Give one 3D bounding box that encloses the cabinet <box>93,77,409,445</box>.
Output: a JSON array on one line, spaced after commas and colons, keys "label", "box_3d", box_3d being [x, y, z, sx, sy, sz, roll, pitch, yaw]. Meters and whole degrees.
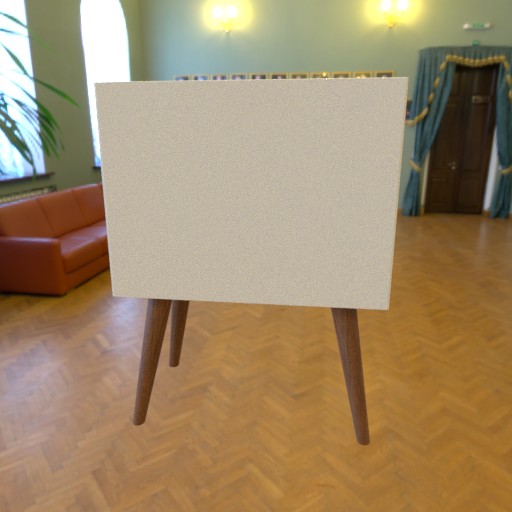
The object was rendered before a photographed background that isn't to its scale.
[{"label": "cabinet", "box_3d": [0.000, 0.000, 1.087, 0.591, 0.772, 0.344, 2, 16, 7]}]
